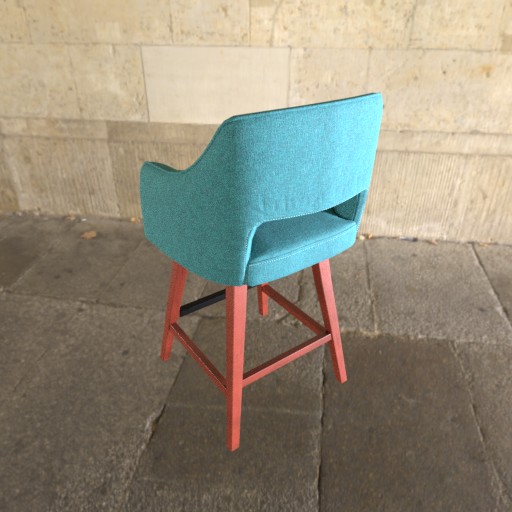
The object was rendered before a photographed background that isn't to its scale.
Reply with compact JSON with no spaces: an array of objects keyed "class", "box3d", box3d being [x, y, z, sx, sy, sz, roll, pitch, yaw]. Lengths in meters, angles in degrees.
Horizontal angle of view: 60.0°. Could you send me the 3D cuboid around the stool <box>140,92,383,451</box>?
[{"class":"stool","box3d":[0.000,0.000,1.304,0.548,0.961,0.556,-20,36,-30]}]
